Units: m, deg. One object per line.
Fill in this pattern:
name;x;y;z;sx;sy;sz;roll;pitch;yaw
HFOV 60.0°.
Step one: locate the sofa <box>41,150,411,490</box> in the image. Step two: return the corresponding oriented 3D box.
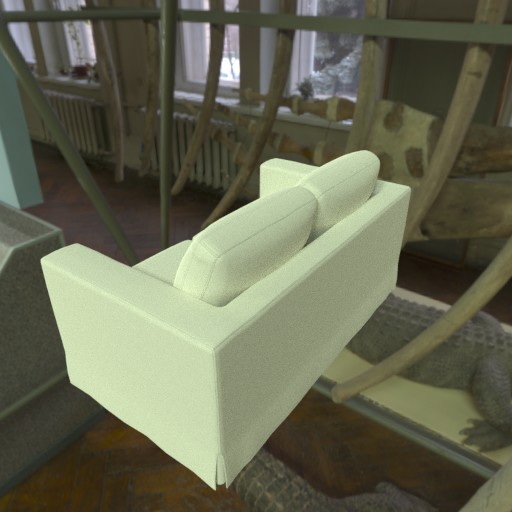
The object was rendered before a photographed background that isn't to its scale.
sofa;0.000;0.000;2.355;1.009;0.932;1.813;20;35;31
